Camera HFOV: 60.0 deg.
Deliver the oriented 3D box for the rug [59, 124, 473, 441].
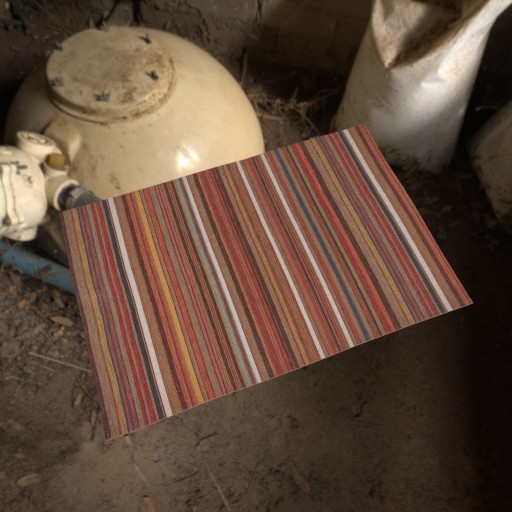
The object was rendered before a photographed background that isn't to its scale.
[{"bbox_3d":[0.000,0.000,2.284,1.828,0.007,1.217,-18,66,-9],"label":"rug"}]
